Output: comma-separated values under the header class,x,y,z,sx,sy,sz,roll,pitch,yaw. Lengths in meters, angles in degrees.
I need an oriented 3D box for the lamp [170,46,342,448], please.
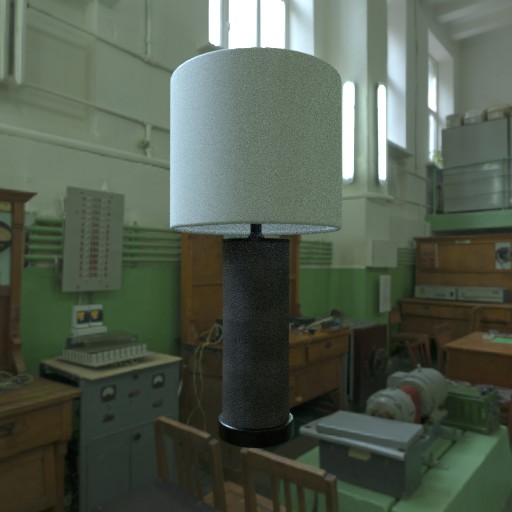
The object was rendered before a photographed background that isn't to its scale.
class,x,y,z,sx,sy,sz,roll,pitch,yaw
lamp,0.000,0.000,0.800,0.305,0.634,0.305,-1,-1,38
